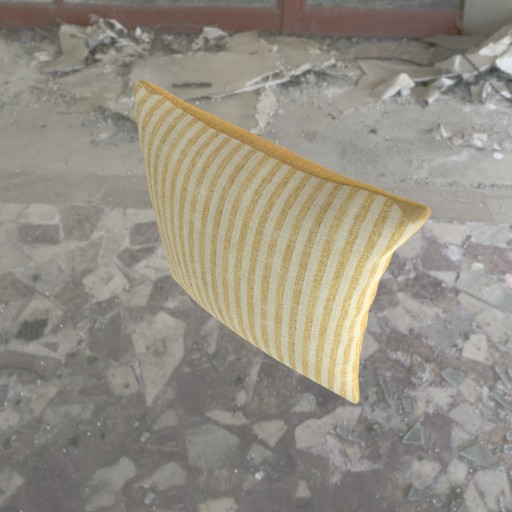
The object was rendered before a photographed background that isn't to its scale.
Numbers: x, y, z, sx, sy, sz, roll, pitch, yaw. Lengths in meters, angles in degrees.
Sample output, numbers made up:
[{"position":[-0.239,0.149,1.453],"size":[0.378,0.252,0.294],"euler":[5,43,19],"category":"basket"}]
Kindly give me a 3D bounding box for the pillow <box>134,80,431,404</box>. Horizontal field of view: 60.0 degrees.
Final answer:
[{"position":[0.000,0.000,0.646],"size":[0.419,0.407,0.173],"euler":[31,55,25],"category":"pillow"}]
